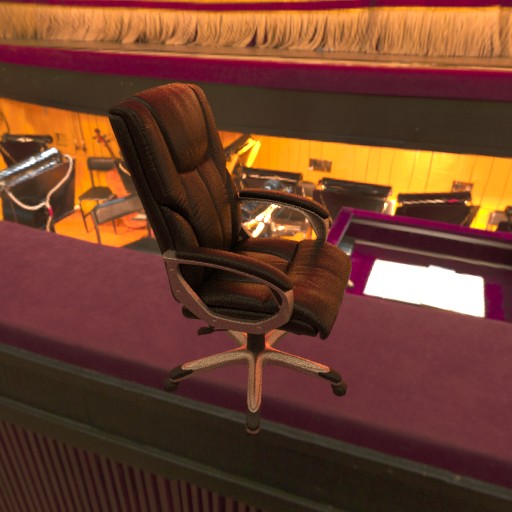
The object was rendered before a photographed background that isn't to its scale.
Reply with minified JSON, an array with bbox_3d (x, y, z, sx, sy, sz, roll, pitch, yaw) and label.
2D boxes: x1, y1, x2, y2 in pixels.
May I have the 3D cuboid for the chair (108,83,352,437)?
[{"bbox_3d":[0.000,0.000,1.640,0.780,1.145,0.700,10,31,17],"label":"chair"}]
